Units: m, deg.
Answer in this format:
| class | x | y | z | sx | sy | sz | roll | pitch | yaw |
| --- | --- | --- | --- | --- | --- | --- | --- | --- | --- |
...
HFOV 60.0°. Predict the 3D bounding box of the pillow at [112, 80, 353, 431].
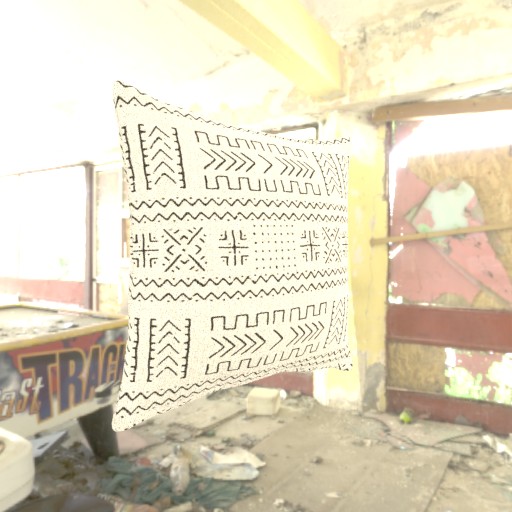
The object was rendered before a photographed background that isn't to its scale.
| class | x | y | z | sx | sy | sz | roll | pitch | yaw |
| --- | --- | --- | --- | --- | --- | --- | --- | --- | --- |
| pillow | 0.000 | 0.000 | 0.670 | 0.438 | 0.430 | 0.164 | -1 | 1 | -37 |
